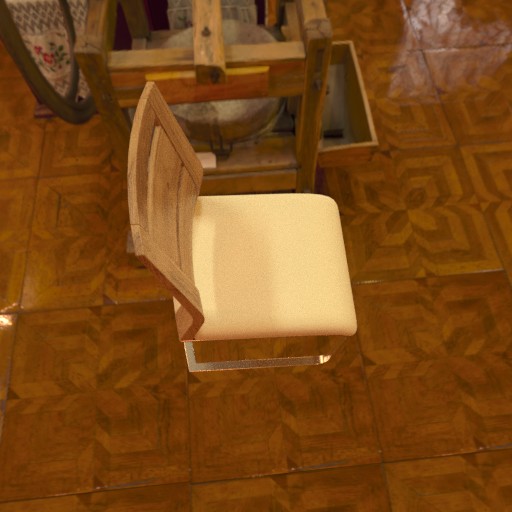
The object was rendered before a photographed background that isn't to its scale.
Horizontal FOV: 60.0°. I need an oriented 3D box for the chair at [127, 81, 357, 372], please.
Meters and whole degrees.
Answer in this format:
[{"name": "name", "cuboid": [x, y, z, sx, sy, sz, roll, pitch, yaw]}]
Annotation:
[{"name": "chair", "cuboid": [0.000, 0.000, 1.281, 0.561, 0.955, 0.457, -3, 64, -1]}]
